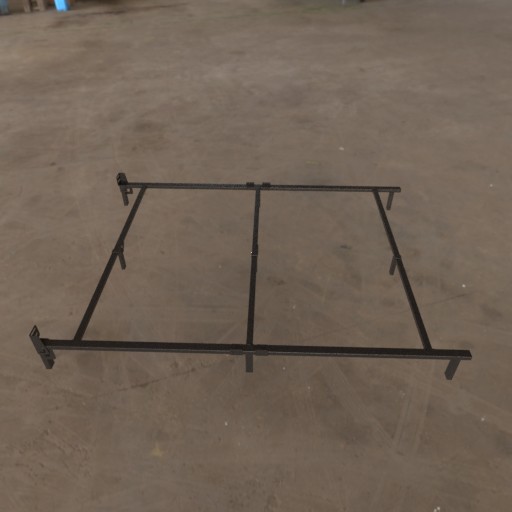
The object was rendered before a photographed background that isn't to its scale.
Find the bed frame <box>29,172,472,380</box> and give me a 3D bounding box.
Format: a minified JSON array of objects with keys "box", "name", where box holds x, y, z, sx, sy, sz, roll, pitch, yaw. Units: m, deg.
[{"box":[0.000,0.000,2.615,1.990,0.248,1.498,1,39,1],"name":"bed frame"}]
